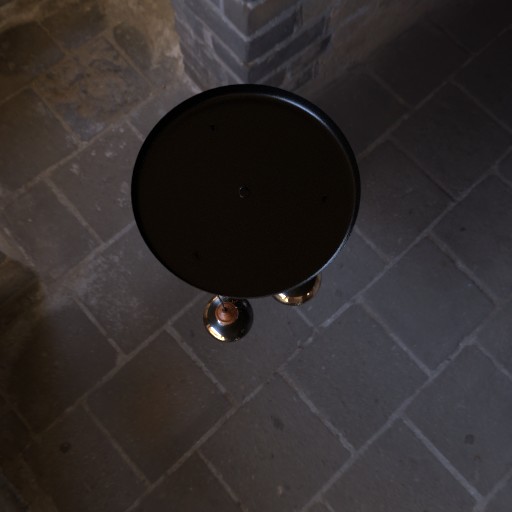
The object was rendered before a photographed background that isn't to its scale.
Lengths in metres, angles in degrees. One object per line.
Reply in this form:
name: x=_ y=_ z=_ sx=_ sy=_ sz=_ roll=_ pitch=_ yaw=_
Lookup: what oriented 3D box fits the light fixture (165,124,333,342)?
light fixture: x=0.000 y=0.000 z=1.757 sx=0.605 sy=1.410 sz=0.608 roll=1 pitch=76 yaw=0
